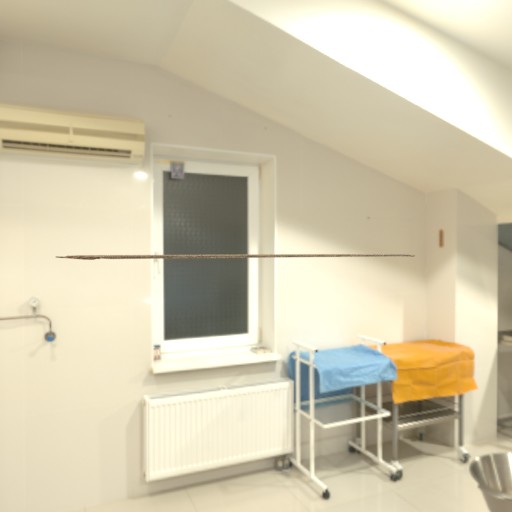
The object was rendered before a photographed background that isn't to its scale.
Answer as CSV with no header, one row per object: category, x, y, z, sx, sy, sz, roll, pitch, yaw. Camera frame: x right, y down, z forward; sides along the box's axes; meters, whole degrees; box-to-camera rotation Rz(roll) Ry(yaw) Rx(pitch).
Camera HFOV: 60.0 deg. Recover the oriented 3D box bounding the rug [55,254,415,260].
rug,0.000,0.000,2.856,2.378,0.018,1.324,0,1,-17
